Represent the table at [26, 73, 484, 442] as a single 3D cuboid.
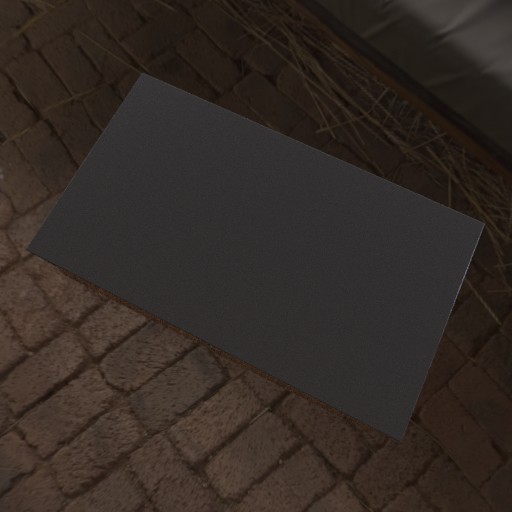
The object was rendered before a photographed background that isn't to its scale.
[{"bbox_3d":[0.000,0.000,1.526,1.201,0.404,0.703,26,76,7],"label":"table"}]
